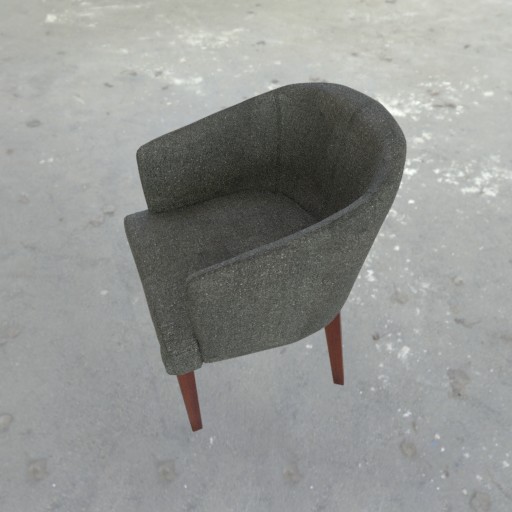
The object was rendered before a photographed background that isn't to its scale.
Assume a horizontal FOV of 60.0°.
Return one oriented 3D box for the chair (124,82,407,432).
[{"bbox_3d":[0.000,0.000,1.259,0.655,0.811,0.583,-16,48,-15],"label":"chair"}]
